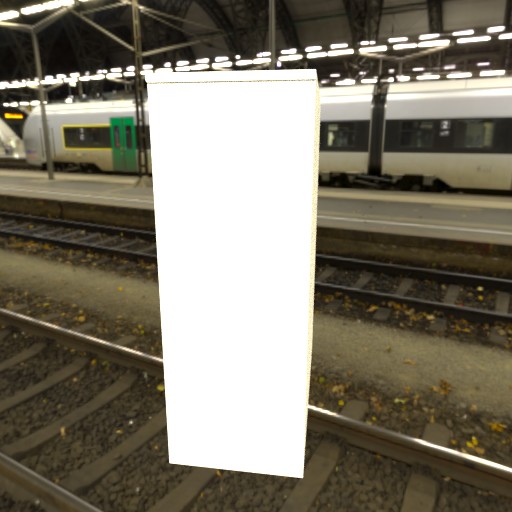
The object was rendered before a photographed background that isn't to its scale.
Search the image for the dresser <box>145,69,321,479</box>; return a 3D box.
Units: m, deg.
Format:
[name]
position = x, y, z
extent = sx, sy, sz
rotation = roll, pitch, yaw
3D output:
[dresser]
position = 0.000, 0.000, 1.480
extent = 0.380, 1.040, 0.800
rotation = 2, 15, 8
